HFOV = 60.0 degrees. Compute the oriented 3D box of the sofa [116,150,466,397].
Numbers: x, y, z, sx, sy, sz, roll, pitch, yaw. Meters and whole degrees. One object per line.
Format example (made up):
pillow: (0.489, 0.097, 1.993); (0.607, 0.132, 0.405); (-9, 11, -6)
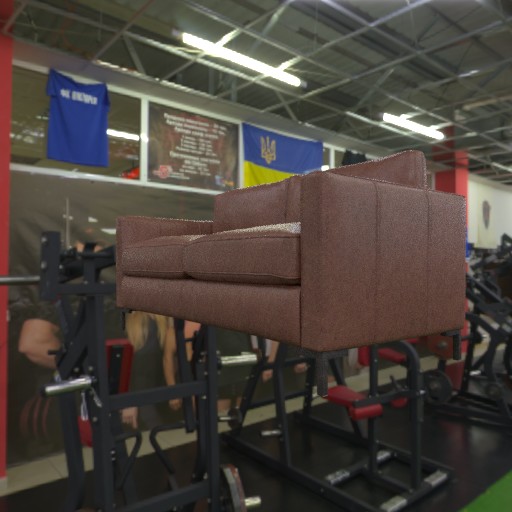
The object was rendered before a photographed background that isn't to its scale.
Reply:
sofa: (0.000, 0.000, 2.273); (0.899, 0.883, 1.797); (1, -1, -38)
